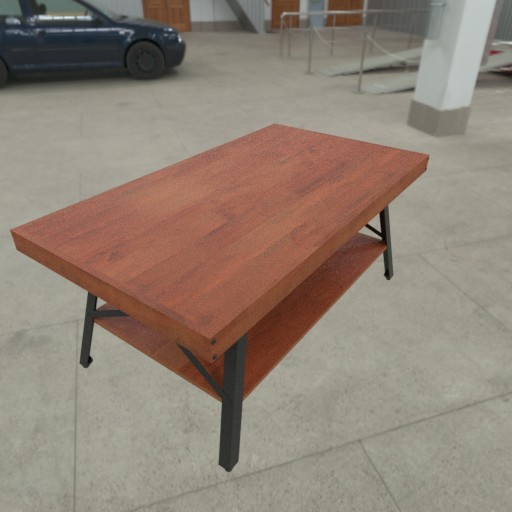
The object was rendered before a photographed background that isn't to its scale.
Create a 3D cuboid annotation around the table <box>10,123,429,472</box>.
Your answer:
[{"bbox_3d":[0.000,0.000,1.342,0.610,0.457,1.067,22,38,30],"label":"table"}]
